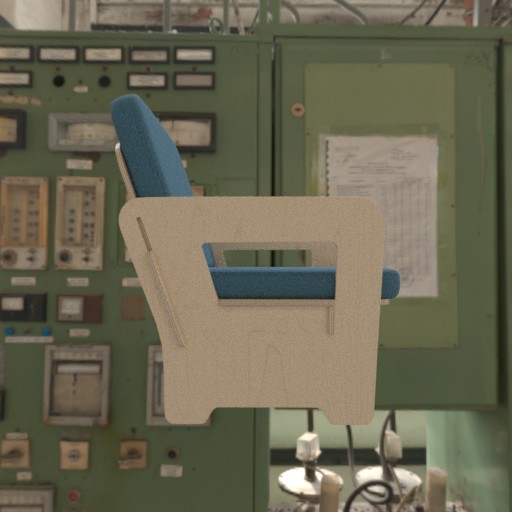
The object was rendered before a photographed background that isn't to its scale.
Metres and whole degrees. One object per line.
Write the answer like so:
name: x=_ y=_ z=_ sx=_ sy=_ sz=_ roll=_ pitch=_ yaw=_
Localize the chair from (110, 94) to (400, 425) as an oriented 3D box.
chair: x=0.000 y=0.000 z=1.196 sx=0.657 sy=0.747 sz=0.547 roll=0 pitch=-1 yaw=1
